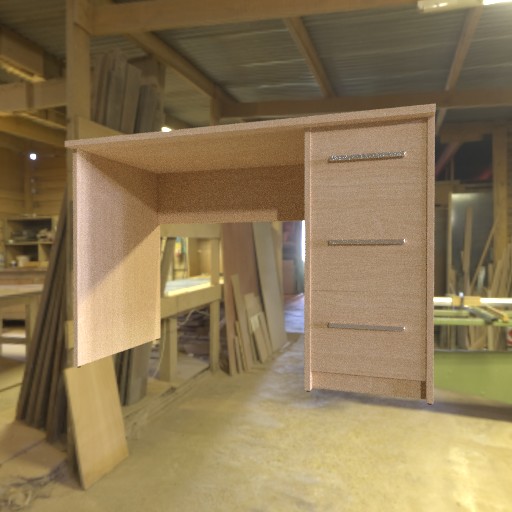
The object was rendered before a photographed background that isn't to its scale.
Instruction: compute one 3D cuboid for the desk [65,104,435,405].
[{"bbox_3d":[0.000,0.000,1.502,1.097,0.735,0.560,0,1,19],"label":"desk"}]
